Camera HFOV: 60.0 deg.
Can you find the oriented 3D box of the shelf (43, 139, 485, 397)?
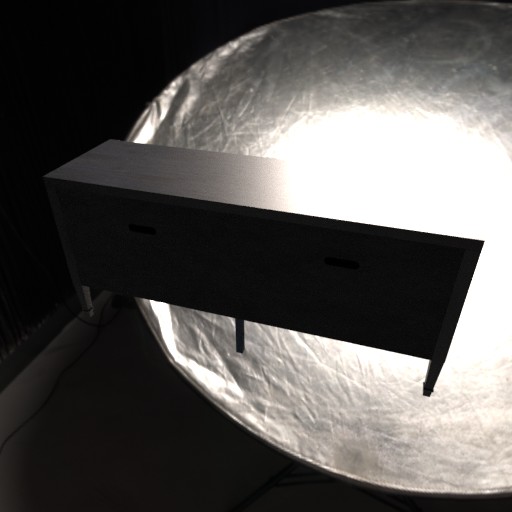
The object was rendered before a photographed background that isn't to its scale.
[{"bbox_3d":[0.000,0.000,1.897,1.575,0.719,0.479,10,34,15],"label":"shelf"}]
